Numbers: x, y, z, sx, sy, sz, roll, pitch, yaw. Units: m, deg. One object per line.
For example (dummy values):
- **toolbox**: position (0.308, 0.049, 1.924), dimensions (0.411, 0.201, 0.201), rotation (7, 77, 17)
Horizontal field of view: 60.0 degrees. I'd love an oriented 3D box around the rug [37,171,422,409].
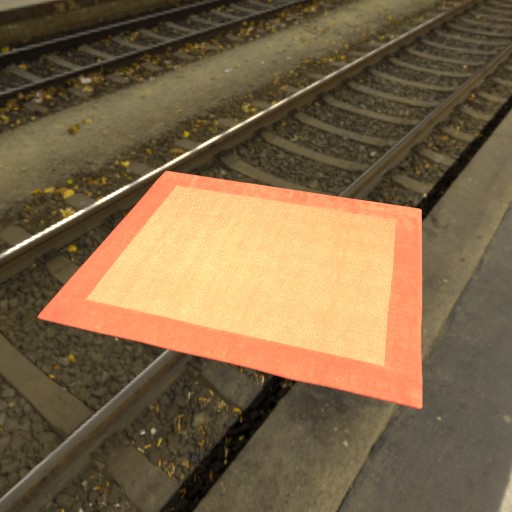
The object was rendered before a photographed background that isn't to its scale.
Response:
- **rug**: position (0.000, 0.000, 4.132), dimensions (2.976, 0.018, 2.430), rotation (10, 42, 12)
